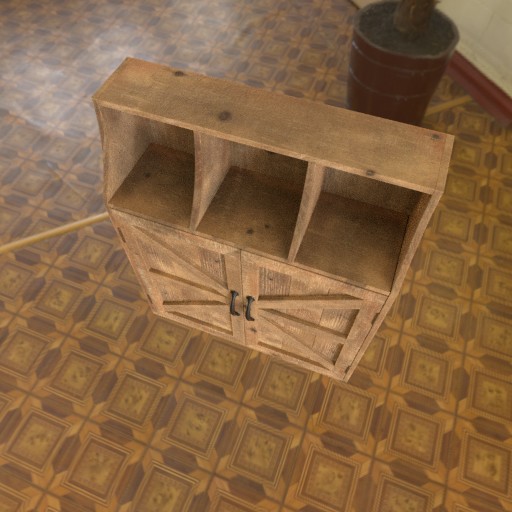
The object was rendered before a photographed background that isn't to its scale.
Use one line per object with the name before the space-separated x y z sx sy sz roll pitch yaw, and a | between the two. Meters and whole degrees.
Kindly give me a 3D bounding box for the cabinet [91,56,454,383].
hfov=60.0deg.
cabinet | 0.000 0.000 0.831 0.489 0.590 0.184 18 59 11
